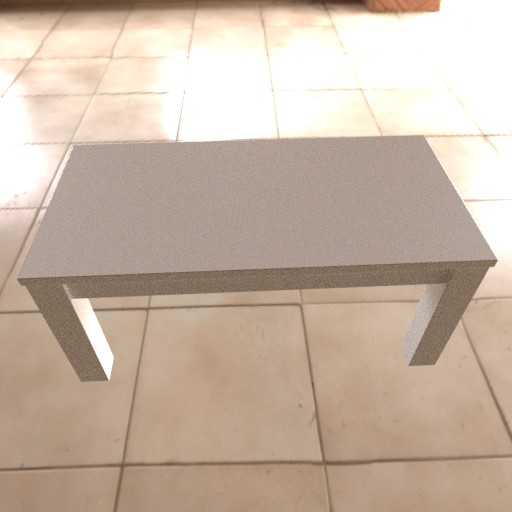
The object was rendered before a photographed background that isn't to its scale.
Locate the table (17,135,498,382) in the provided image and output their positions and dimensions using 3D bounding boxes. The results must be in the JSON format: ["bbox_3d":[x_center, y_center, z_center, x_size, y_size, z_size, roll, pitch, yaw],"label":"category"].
[{"bbox_3d":[0.000,0.000,2.249,1.800,0.790,0.900,-2,46,-2],"label":"table"}]
